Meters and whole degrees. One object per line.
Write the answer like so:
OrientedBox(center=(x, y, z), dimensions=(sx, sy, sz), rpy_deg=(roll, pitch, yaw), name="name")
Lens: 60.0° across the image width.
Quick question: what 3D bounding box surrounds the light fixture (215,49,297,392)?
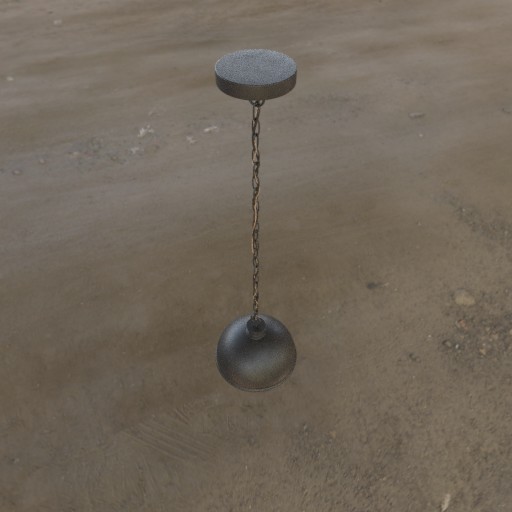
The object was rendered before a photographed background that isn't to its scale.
OrientedBox(center=(0.000, 0.000, 1.263), dimensions=(0.304, 1.090, 0.304), rpy_deg=(25, 52, 21), name="light fixture")
